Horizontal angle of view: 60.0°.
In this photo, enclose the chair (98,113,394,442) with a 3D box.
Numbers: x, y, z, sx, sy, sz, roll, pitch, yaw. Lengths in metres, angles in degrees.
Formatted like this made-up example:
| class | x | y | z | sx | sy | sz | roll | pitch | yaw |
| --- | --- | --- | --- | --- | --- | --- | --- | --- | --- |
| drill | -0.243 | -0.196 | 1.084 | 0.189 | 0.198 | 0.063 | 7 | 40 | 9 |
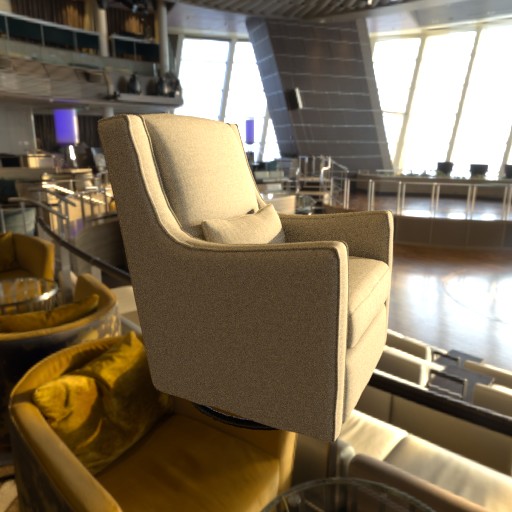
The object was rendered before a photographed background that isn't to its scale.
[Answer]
| class | x | y | z | sx | sy | sz | roll | pitch | yaw |
| --- | --- | --- | --- | --- | --- | --- | --- | --- | --- |
| chair | 0.000 | 0.000 | 1.600 | 0.879 | 0.993 | 0.732 | 7 | 16 | 26 |
